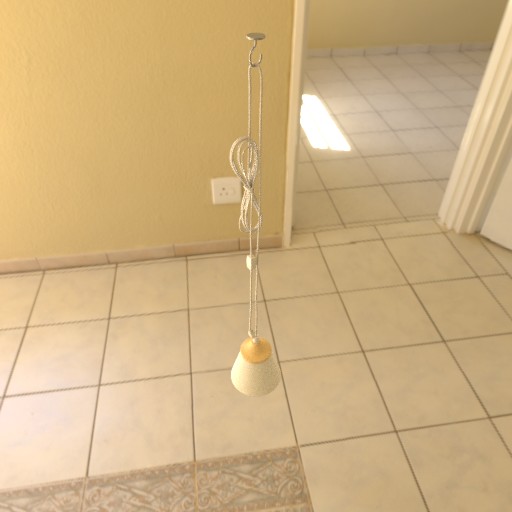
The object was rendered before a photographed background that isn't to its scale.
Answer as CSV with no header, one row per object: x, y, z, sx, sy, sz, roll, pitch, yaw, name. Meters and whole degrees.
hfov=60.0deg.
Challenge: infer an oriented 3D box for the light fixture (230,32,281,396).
0.000,0.000,1.049,0.153,0.966,0.153,-12,42,-13,light fixture
